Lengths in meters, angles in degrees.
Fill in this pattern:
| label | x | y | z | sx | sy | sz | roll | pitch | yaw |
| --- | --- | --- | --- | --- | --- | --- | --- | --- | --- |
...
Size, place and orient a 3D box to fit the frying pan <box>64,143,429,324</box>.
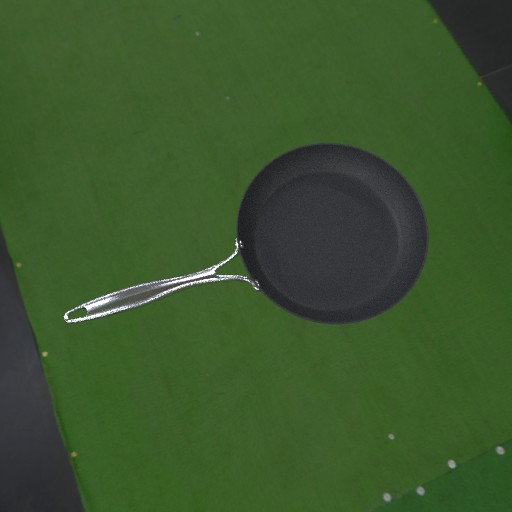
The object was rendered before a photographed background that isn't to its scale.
| label | x | y | z | sx | sy | sz | roll | pitch | yaw |
| --- | --- | --- | --- | --- | --- | --- | --- | --- | --- |
| frying pan | 0.000 | 0.000 | 0.577 | 0.472 | 0.105 | 0.255 | -20 | 75 | -6 |
